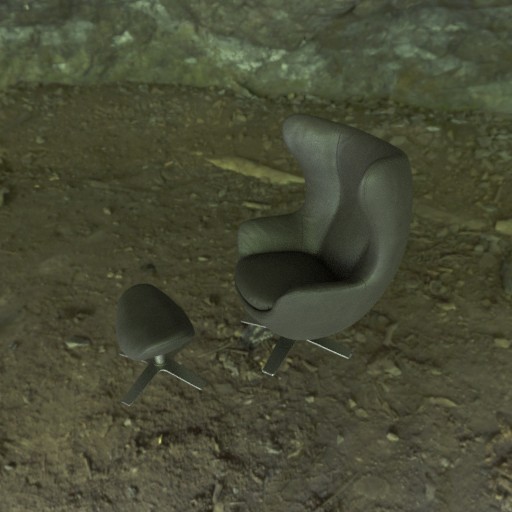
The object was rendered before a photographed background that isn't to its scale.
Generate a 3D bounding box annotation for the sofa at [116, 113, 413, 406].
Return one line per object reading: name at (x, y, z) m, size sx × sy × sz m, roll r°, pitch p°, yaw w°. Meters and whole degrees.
sofa at (0.000, 0.000, 2.150) m, size 1.444 × 1.135 × 0.894 m, roll -9°, pitch 31°, yaw -14°
